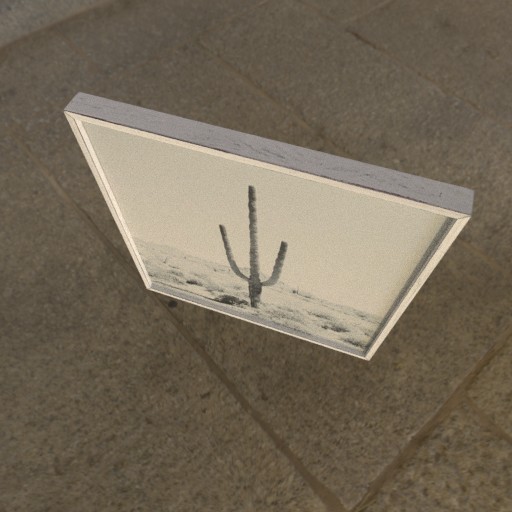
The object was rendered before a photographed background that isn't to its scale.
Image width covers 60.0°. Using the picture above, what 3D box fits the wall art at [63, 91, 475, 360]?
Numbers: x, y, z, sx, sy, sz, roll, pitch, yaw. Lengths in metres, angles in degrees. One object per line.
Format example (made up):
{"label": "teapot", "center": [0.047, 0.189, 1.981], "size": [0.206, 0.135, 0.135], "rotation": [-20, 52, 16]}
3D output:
{"label": "wall art", "center": [0.000, 0.000, 0.750], "size": [0.508, 0.508, 0.038], "rotation": [17, 61, 10]}
